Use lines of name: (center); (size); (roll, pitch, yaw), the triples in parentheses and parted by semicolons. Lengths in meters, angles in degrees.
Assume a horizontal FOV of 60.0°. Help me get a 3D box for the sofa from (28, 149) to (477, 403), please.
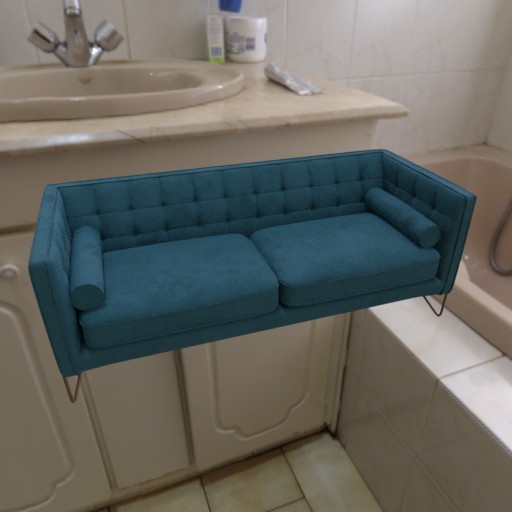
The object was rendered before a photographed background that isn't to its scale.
sofa: (0.000, 0.000, 2.451); (2.087, 0.789, 0.867); (-10, 32, -16)
